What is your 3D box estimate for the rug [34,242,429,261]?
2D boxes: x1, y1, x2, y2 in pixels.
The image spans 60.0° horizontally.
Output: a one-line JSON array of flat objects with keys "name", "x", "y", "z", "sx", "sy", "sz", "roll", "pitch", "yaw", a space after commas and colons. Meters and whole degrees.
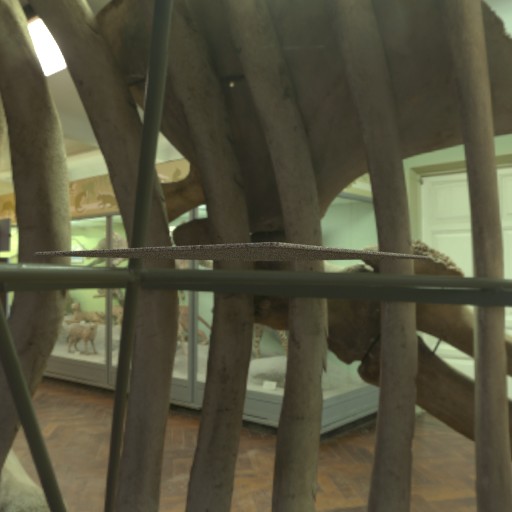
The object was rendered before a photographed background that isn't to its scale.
[{"name": "rug", "x": 0.000, "y": 0.000, "z": 4.248, "sx": 2.438, "sy": 0.029, "sz": 3.047, "roll": -1, "pitch": -2, "yaw": 36}]
